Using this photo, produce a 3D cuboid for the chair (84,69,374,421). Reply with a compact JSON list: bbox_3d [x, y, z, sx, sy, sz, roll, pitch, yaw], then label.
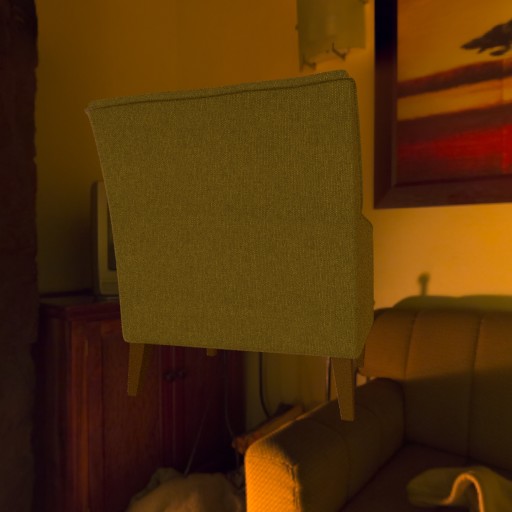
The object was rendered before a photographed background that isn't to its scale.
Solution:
[{"bbox_3d":[0.000,0.000,1.581,0.780,0.919,0.899,0,0,18],"label":"chair"}]
